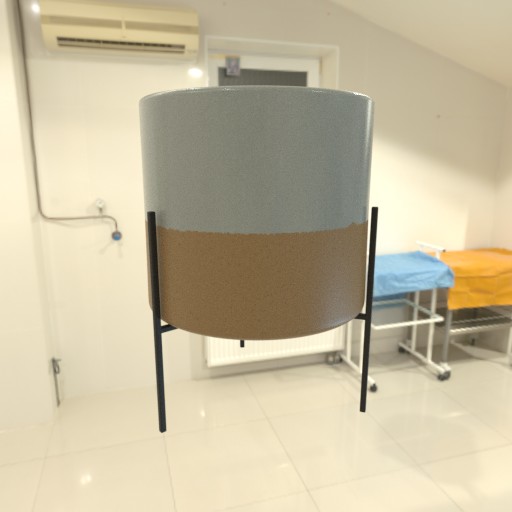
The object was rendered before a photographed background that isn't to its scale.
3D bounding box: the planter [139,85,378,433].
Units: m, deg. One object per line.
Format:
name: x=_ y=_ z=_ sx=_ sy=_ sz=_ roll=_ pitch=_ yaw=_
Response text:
planter: x=0.000 y=0.000 z=0.726 sx=0.348 sy=0.480 sz=0.360 roll=-2 pitch=13 yaw=-10
